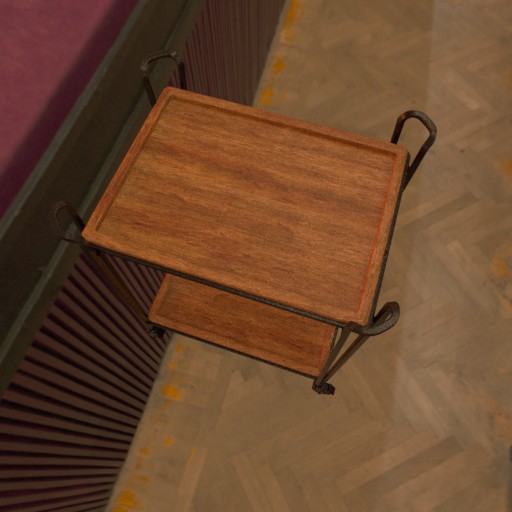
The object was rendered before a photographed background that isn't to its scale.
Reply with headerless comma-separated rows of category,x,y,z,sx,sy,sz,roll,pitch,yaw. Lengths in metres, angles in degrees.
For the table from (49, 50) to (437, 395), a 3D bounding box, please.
table,0.000,0.000,1.217,0.672,0.785,0.505,17,66,8
